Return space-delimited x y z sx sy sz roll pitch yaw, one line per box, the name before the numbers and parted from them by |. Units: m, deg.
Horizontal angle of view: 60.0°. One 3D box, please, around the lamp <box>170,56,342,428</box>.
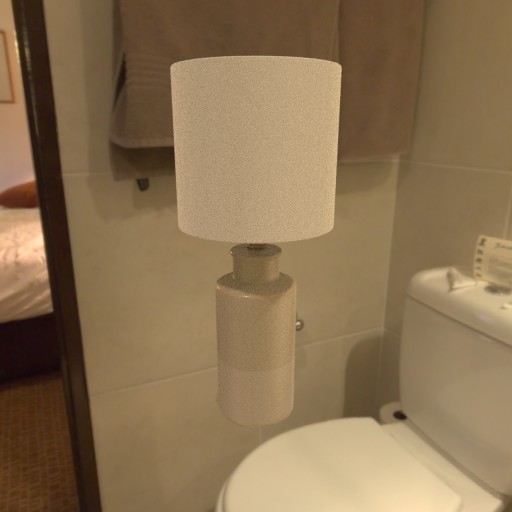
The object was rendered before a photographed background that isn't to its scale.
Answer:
lamp | 0.000 0.000 0.628 0.212 0.493 0.212 8 18 26
